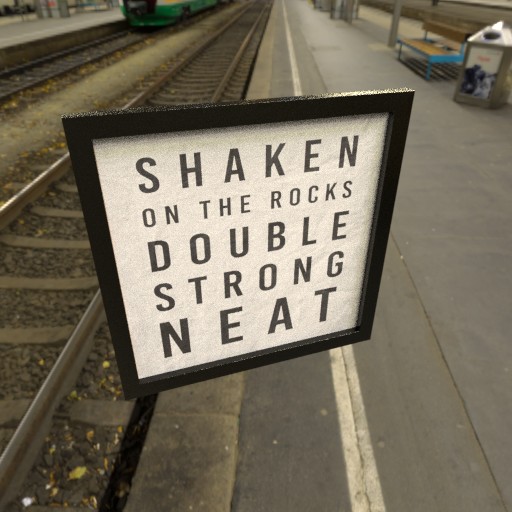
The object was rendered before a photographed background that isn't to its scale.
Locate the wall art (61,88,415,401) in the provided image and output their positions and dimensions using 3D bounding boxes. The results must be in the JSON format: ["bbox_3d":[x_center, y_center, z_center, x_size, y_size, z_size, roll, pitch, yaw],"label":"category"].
[{"bbox_3d":[0.000,0.000,0.516,0.349,0.349,0.014,-10,33,-16],"label":"wall art"}]
